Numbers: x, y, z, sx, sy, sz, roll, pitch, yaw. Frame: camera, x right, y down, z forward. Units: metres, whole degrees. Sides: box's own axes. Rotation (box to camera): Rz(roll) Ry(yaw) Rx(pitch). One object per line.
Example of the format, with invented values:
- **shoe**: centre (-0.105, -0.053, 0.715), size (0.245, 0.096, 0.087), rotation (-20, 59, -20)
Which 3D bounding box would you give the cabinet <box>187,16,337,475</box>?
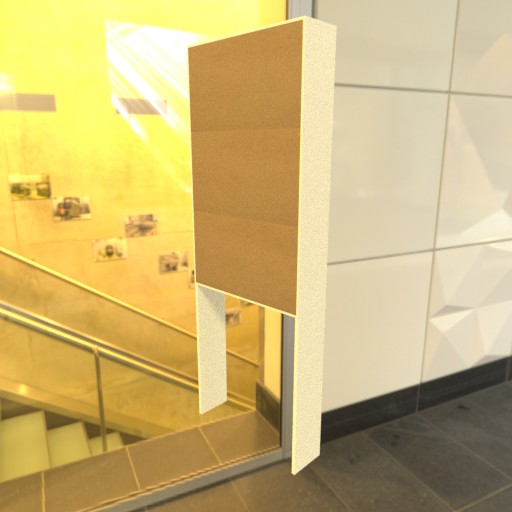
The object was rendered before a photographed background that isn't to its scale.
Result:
- **cabinet**: centre (0.000, 0.000, 1.952), size (0.643, 1.770, 0.192), rotation (13, 19, 43)
